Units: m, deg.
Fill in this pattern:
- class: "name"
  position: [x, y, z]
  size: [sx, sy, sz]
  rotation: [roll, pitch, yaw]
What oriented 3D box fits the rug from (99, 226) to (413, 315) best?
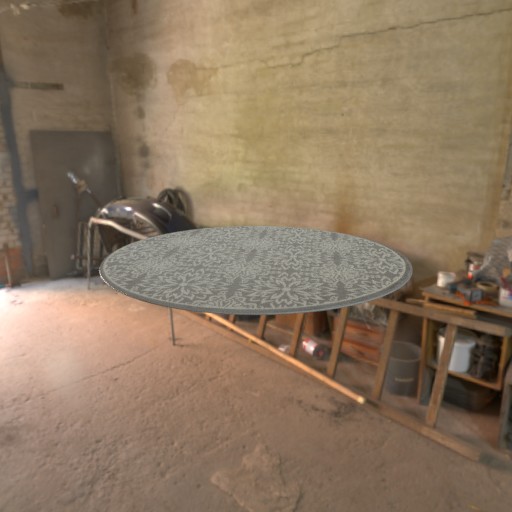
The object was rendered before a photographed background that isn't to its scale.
- class: "rug"
  position: [0.000, 0.000, 2.382]
  size: [1.593, 0.012, 1.593]
  rotation: [0, 15, 0]
